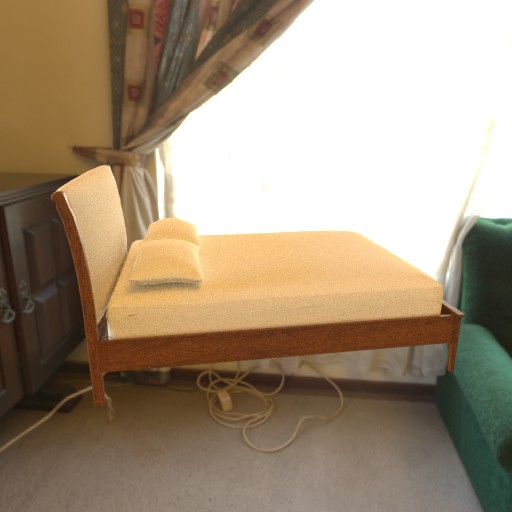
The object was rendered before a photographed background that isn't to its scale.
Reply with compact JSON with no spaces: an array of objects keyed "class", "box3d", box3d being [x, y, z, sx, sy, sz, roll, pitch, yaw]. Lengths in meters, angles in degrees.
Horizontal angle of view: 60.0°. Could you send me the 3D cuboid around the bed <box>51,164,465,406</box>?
[{"class":"bed","box3d":[0.000,0.000,3.284,2.380,1.250,1.612,-3,17,-9]}]
